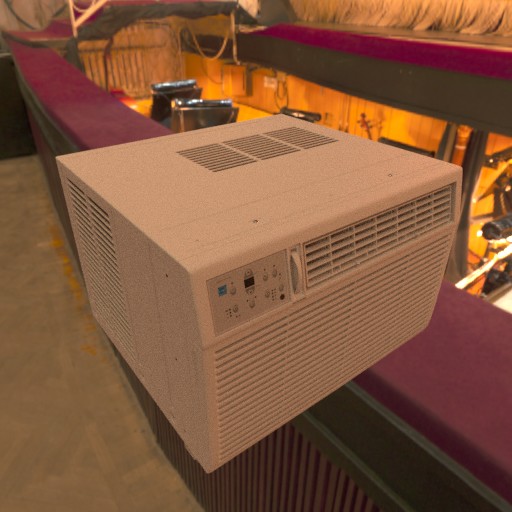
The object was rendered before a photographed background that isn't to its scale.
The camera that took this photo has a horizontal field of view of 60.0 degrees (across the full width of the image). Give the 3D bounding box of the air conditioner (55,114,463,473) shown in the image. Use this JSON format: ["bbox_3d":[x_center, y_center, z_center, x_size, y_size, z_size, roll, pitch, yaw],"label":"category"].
[{"bbox_3d":[0.000,0.000,1.041,0.645,0.455,0.599,-21,37,-31],"label":"air conditioner"}]
